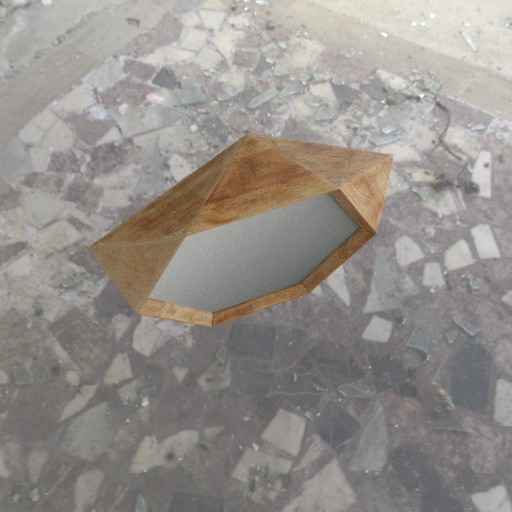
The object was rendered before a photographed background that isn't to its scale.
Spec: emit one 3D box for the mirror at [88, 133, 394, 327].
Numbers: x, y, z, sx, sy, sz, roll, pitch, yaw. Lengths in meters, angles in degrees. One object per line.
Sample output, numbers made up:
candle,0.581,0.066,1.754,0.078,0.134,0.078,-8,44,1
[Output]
mirror,0.000,0.000,1.081,0.675,0.779,0.091,-18,65,-9
